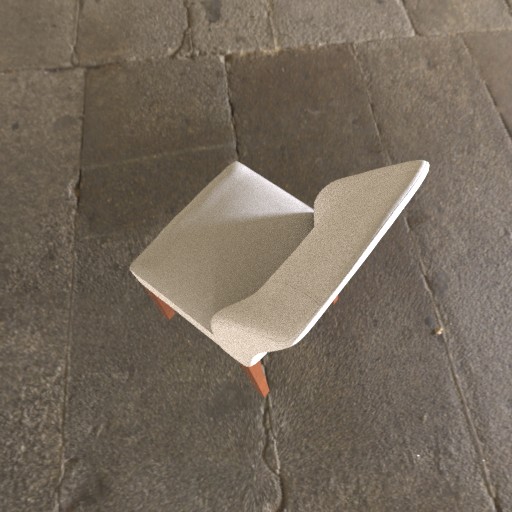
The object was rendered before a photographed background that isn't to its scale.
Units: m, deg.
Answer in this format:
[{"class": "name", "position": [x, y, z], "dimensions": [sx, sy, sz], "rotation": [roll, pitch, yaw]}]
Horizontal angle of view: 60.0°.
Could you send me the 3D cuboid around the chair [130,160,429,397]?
[{"class": "chair", "position": [0.000, 0.000, 1.192], "dimensions": [0.540, 0.893, 0.472], "rotation": [35, 69, 16]}]
